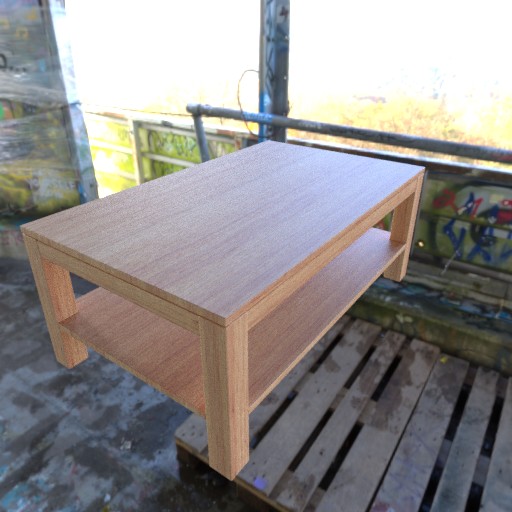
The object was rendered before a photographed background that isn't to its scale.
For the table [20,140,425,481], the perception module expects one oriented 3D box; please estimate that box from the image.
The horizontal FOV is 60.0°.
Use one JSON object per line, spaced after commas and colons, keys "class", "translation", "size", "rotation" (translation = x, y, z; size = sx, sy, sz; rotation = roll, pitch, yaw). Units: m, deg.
{"class": "table", "translation": [0.000, 0.000, 1.494], "size": [0.695, 0.457, 1.146], "rotation": [19, 33, 31]}
